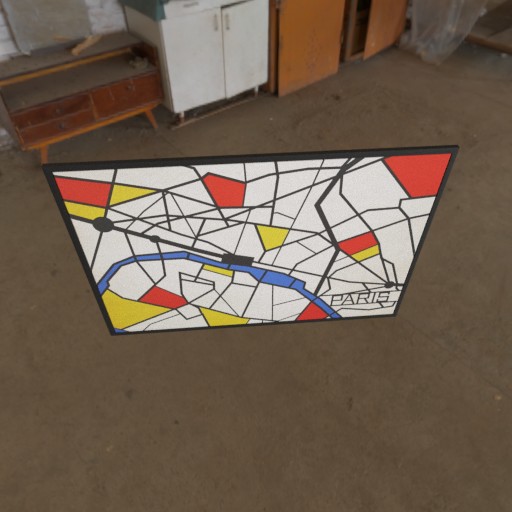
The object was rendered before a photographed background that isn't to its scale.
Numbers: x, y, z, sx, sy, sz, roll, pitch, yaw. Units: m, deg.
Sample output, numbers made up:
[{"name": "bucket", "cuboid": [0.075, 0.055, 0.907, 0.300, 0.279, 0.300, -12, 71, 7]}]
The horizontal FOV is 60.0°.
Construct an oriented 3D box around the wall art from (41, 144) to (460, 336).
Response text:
[{"name": "wall art", "cuboid": [0.000, 0.000, 1.260, 0.963, 0.665, 0.013, -3, 46, -3]}]
